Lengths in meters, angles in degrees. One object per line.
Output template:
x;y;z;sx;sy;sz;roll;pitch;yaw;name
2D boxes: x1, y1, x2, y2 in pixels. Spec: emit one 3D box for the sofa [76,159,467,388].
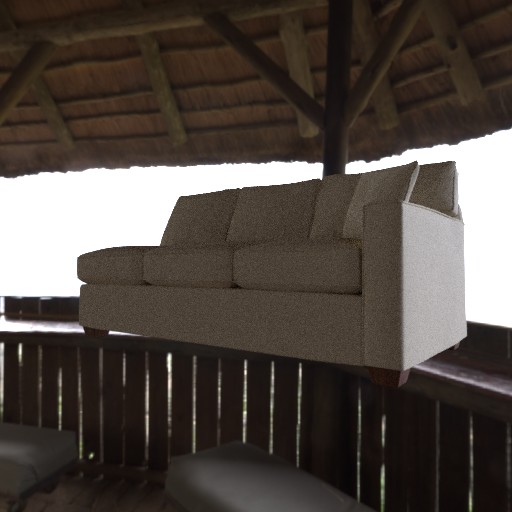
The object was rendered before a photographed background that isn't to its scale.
0.000;0.000;2.456;1.963;0.946;1.034;-1;-2;37;sofa
